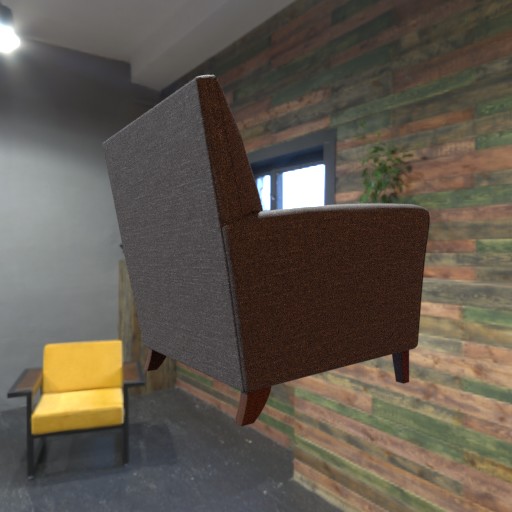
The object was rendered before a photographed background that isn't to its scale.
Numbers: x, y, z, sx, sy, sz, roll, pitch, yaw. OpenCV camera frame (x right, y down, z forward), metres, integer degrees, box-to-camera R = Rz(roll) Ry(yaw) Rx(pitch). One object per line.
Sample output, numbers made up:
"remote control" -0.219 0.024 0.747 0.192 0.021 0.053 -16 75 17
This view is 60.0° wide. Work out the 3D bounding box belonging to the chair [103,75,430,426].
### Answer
"chair" 0.000 0.000 1.603 0.875 0.885 0.838 0 0 -35
